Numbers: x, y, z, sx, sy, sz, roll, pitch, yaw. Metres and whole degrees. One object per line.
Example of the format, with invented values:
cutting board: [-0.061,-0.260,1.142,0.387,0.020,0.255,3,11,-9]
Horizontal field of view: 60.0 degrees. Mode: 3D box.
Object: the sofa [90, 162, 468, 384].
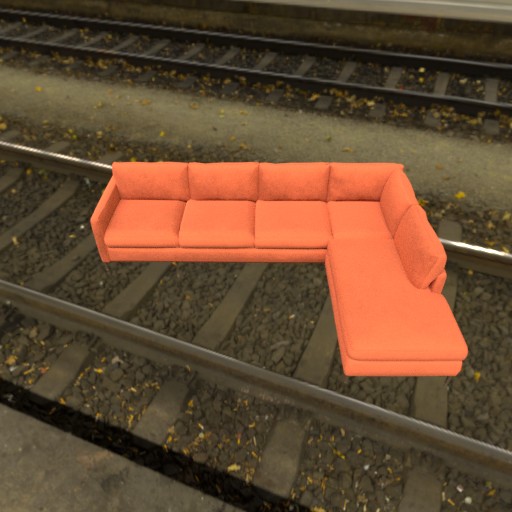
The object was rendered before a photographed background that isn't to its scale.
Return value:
sofa: [0.000,0.000,3.514,2.736,0.757,1.879,0,41,0]
